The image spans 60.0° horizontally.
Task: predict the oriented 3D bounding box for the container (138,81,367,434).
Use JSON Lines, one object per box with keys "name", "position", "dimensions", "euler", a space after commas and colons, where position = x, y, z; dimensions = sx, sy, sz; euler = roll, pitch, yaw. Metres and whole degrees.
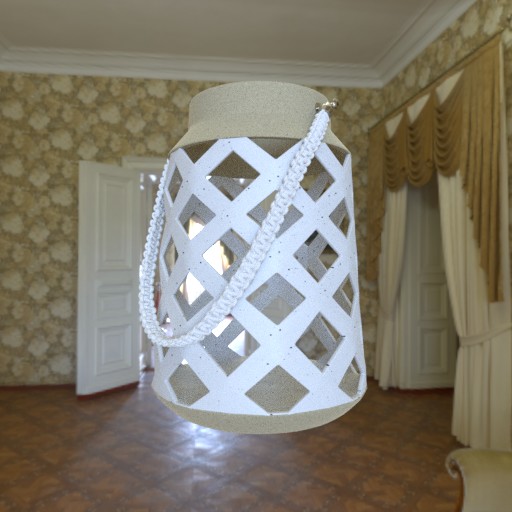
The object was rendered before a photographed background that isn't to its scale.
{"name": "container", "position": [0.000, 0.000, 0.339], "dimensions": [0.163, 0.229, 0.172], "euler": [-1, -1, 37]}
